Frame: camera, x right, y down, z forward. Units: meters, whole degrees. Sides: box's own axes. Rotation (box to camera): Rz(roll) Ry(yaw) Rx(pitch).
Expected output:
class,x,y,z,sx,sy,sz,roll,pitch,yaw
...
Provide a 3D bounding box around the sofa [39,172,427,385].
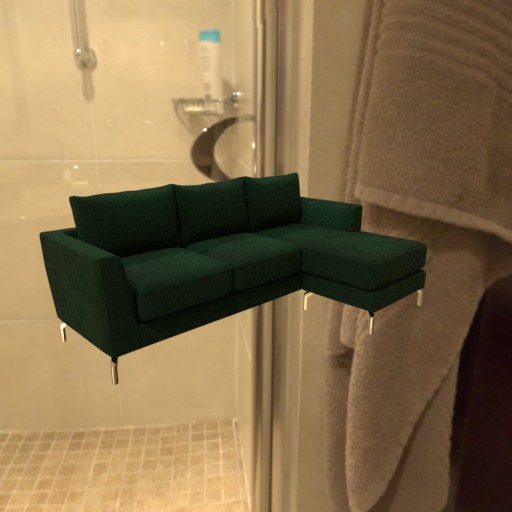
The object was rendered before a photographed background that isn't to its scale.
class,x,y,z,sx,sy,sz,roll,pitch,yaw
sofa,0.000,0.000,3.193,2.441,1.007,1.489,-15,22,-42
